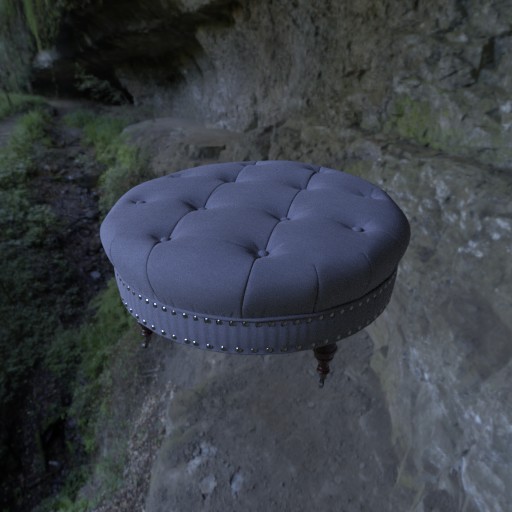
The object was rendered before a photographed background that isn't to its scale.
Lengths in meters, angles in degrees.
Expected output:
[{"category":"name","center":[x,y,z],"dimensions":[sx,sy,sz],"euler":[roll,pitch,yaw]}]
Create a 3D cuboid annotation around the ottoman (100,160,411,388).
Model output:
[{"category":"ottoman","center":[0.000,0.000,1.397],"dimensions":[0.901,0.439,0.901],"euler":[0,27,0]}]
